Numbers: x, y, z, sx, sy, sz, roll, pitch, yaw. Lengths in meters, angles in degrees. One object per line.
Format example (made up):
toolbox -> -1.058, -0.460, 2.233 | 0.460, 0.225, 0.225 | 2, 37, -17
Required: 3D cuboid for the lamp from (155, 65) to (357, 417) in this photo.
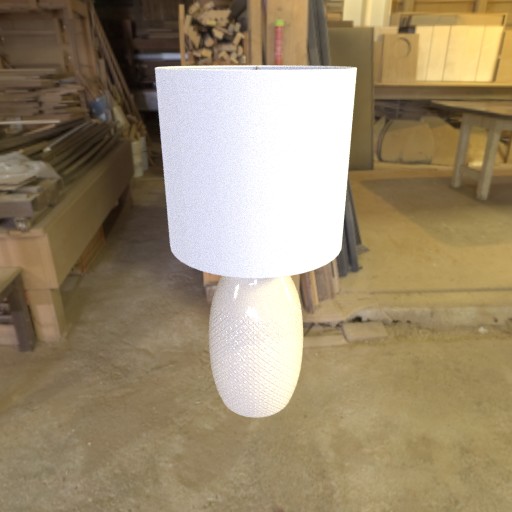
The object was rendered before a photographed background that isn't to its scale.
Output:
lamp -> 0.000, 0.000, 0.578 | 0.217, 0.453, 0.217 | -1, 24, -2
